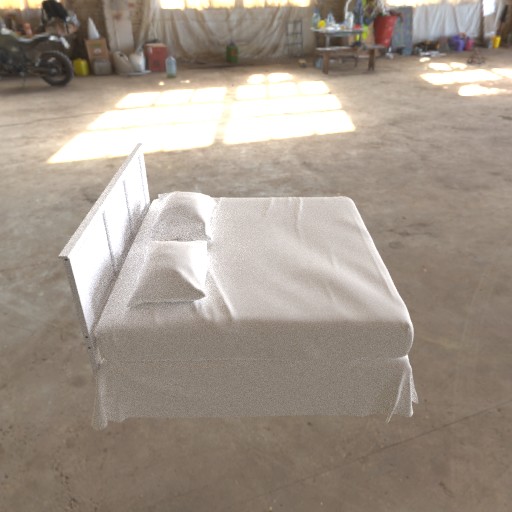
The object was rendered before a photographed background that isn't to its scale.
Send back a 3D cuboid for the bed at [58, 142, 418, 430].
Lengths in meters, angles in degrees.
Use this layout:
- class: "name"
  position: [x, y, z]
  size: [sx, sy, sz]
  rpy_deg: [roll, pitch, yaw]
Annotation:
- class: "bed"
  position: [0.000, 0.000, 3.582]
  size: [2.215, 1.273, 2.317]
  rpy_deg: [0, 32, -1]
